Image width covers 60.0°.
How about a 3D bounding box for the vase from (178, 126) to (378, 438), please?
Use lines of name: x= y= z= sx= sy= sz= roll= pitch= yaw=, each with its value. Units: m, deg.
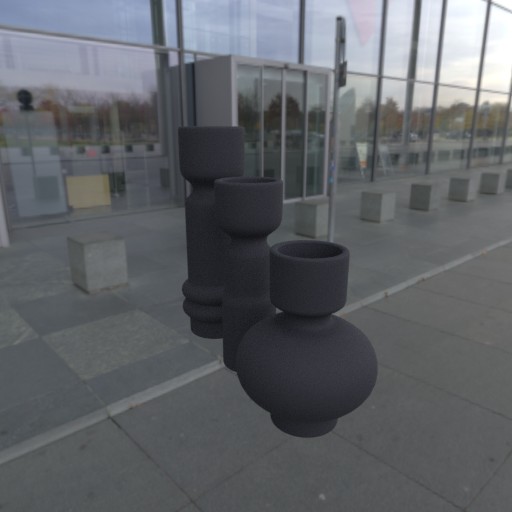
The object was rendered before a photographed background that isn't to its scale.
vase: x=0.000 y=0.000 z=0.441 sx=0.120 sy=0.249 sz=0.307 roll=-8 pitch=18 yaw=-26
